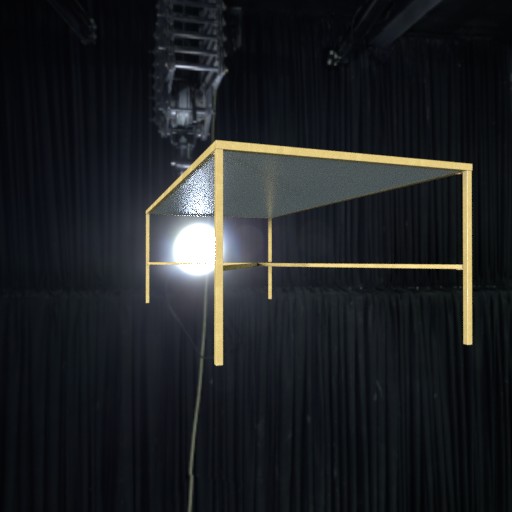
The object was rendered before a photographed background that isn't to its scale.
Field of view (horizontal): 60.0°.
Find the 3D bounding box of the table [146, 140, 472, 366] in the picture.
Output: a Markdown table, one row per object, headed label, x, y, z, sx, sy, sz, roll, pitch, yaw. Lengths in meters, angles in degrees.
| label | x | y | z | sx | sy | sz | roll | pitch | yaw |
| --- | --- | --- | --- | --- | --- | --- | --- | --- | --- |
| table | 0.000 | 0.000 | 1.444 | 0.580 | 0.398 | 1.206 | 0 | 0 | -20 |
